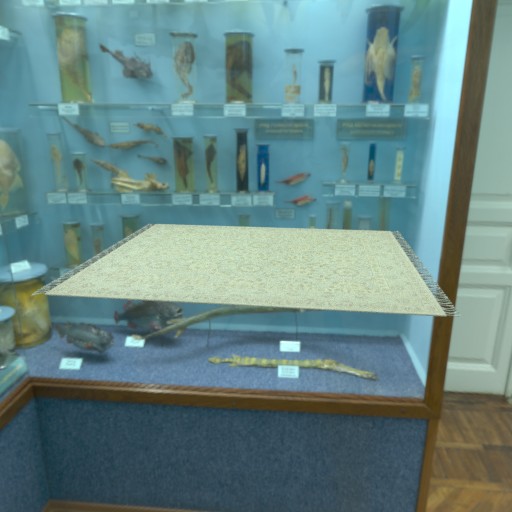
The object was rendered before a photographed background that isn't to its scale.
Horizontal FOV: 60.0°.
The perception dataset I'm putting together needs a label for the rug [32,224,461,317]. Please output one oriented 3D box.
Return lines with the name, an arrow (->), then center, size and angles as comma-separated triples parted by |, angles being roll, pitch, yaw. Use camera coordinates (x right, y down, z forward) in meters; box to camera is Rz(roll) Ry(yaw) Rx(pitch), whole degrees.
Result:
rug -> 0.000, 0.000, 4.224 | 3.043, 0.013, 2.444 | 2, 17, 7
